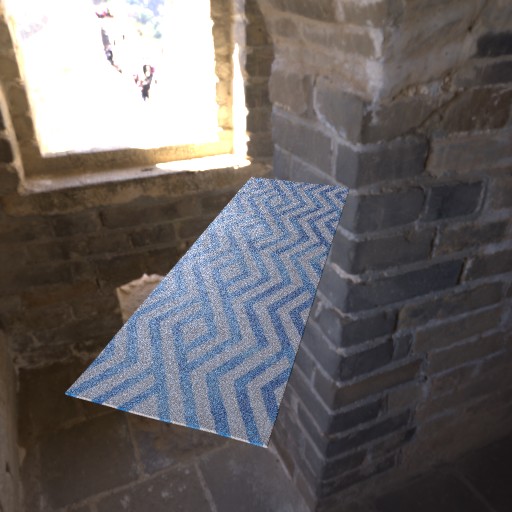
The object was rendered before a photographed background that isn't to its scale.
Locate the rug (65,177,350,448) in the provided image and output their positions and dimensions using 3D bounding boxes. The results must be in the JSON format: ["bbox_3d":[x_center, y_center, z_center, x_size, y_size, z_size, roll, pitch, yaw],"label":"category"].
[{"bbox_3d":[0.000,0.000,1.607,0.503,0.007,1.492,9,32,14],"label":"rug"}]
